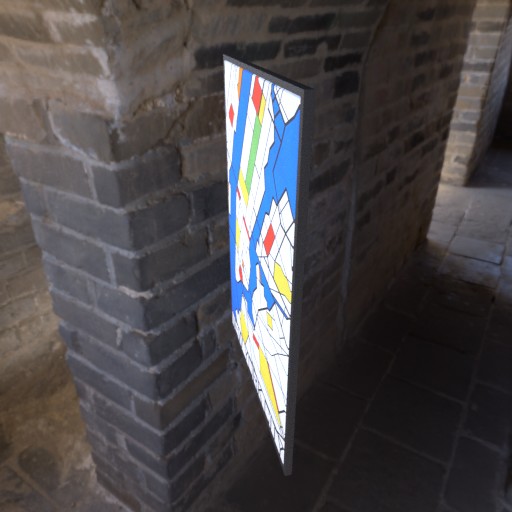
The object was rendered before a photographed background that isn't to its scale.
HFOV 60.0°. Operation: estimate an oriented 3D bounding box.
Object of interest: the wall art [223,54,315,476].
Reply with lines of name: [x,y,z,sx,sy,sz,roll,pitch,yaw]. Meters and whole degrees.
wall art: [0.000,0.000,0.836,0.013,0.660,0.460,-7,30,-13]
